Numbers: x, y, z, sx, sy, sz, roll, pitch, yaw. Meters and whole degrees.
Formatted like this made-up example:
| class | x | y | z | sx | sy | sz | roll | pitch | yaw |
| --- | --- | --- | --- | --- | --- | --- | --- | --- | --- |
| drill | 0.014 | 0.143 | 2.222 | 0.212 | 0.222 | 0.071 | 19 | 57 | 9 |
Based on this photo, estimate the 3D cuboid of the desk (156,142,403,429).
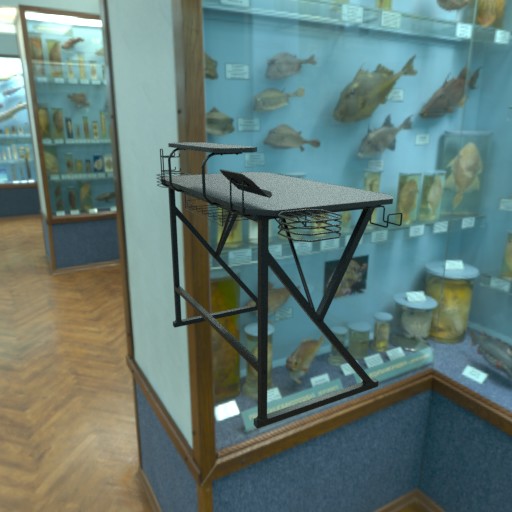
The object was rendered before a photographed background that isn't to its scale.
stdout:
| class | x | y | z | sx | sy | sz | roll | pitch | yaw |
| --- | --- | --- | --- | --- | --- | --- | --- | --- | --- |
| desk | 0.000 | 0.000 | 1.793 | 0.580 | 0.880 | 1.290 | -9 | 18 | -27 |
